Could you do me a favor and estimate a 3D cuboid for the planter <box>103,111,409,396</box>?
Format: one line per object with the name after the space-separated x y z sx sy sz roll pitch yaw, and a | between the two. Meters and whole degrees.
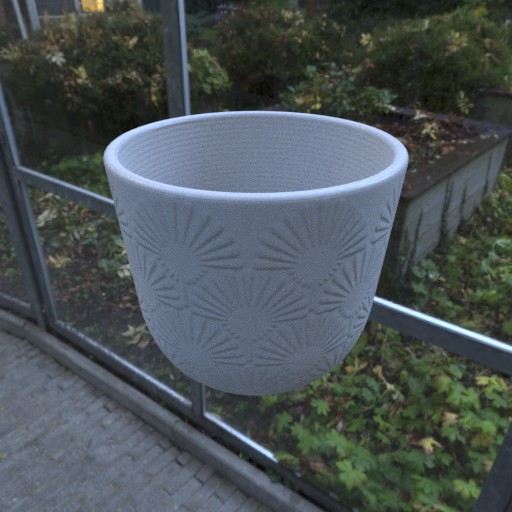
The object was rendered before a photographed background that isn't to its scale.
0.000 0.000 0.293 0.170 0.152 0.170 0 30 0 | planter
